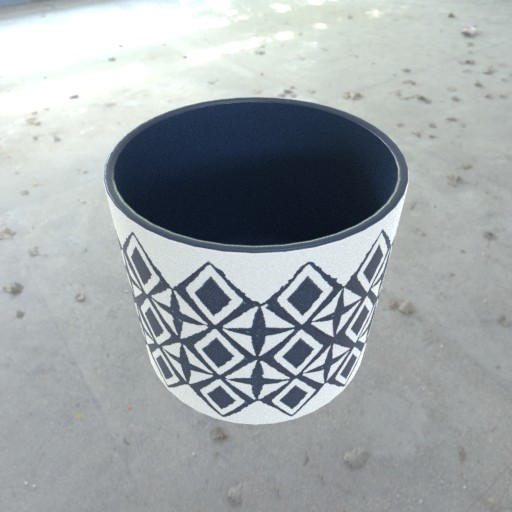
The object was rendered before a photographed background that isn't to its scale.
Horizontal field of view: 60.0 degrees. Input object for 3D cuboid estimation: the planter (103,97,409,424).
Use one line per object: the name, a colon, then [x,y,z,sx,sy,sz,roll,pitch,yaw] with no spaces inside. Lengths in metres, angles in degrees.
planter: [0.000,0.000,0.399,0.224,0.203,0.224,0,41,0]
